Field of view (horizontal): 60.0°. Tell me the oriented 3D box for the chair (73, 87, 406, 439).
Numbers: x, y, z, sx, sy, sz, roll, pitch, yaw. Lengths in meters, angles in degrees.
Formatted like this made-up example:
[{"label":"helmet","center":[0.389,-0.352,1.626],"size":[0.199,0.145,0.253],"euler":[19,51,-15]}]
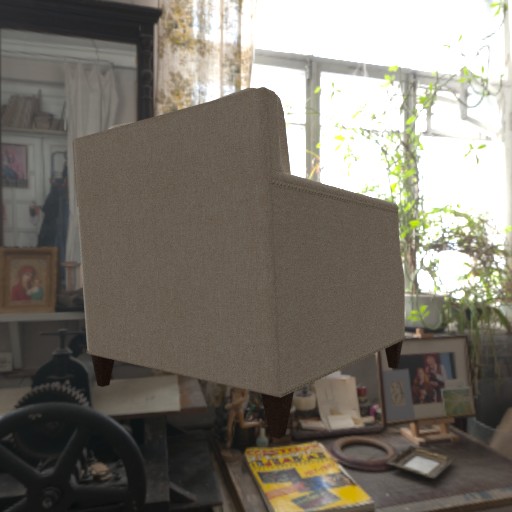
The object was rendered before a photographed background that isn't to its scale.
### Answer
[{"label":"chair","center":[0.000,0.000,1.717],"size":[0.838,0.940,1.041],"euler":[0,0,36]}]
